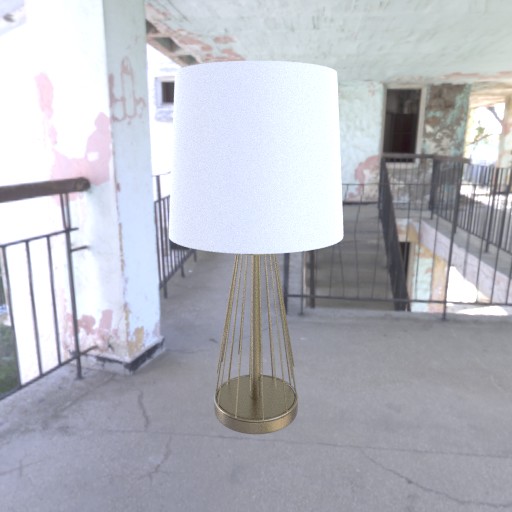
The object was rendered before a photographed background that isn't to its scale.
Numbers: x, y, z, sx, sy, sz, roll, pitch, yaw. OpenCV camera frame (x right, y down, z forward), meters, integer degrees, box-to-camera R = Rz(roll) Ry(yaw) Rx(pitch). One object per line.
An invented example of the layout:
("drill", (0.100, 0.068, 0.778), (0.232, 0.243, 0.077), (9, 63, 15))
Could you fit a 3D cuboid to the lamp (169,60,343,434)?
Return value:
("lamp", (0.000, 0.000, 0.794), (0.303, 0.618, 0.303), (0, 14, 0))
